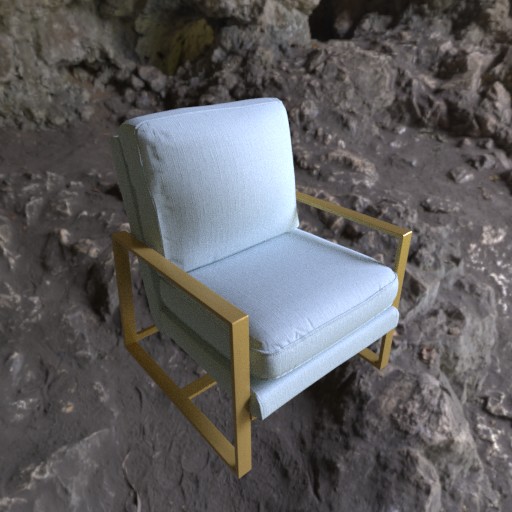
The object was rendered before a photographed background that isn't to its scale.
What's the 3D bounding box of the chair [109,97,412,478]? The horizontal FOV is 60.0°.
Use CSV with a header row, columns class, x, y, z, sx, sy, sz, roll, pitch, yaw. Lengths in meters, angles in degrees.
class,x,y,z,sx,sy,sz,roll,pitch,yaw
chair,0.000,0.000,1.557,0.758,0.956,0.813,-23,37,-34
